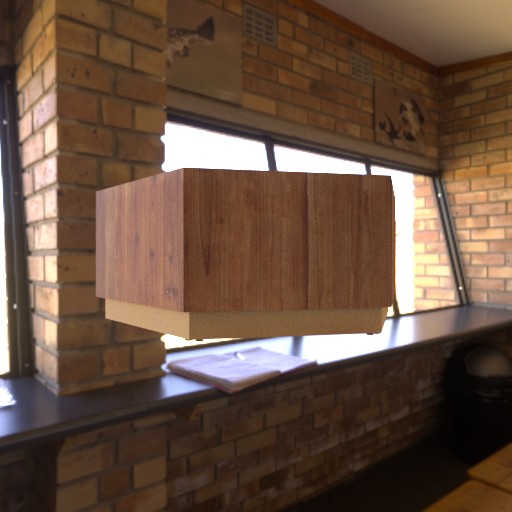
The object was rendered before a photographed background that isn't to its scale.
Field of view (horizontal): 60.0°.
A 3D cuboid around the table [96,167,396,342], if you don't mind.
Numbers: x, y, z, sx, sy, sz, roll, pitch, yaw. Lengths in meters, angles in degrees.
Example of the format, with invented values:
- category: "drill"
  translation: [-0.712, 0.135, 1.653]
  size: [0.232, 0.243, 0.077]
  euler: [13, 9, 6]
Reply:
- category: "table"
  translation: [0.000, 0.000, 1.680]
  size: [1.000, 0.456, 1.154]
  euler: [0, 0, 19]
